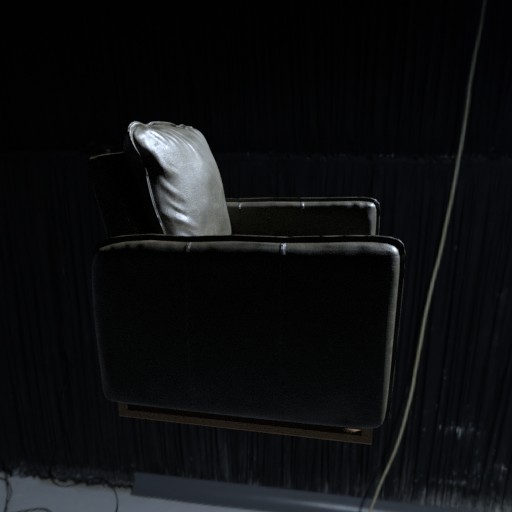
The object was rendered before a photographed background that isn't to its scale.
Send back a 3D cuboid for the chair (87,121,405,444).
[{"bbox_3d":[0.000,0.000,1.587,0.921,0.921,0.830,3,16,9],"label":"chair"}]
